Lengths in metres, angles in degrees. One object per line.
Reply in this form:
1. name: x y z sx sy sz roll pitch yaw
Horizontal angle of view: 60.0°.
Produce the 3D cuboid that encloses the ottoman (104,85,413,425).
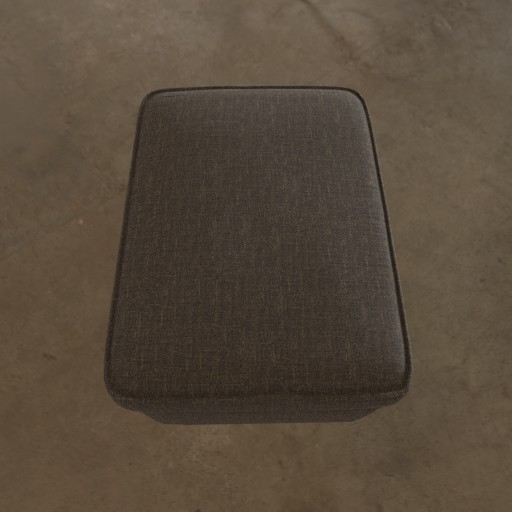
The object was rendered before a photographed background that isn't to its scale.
1. ottoman: 0.000 0.000 1.071 0.549 0.450 0.749 -1 63 0
